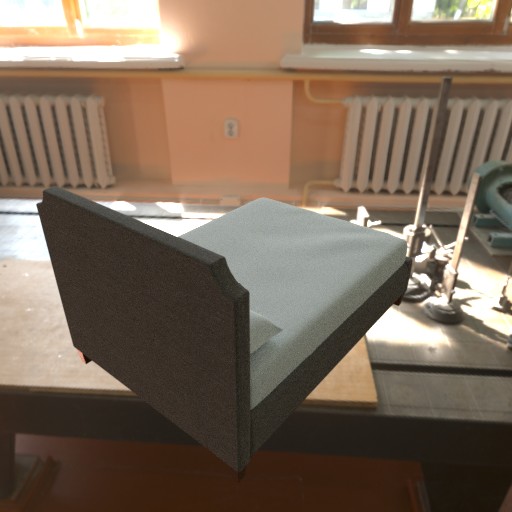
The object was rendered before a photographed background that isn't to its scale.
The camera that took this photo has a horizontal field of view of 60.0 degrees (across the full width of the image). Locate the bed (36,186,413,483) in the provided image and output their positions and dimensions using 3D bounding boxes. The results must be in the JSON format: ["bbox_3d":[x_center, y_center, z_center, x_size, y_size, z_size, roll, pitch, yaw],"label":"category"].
[{"bbox_3d":[0.000,0.000,3.465,1.713,1.457,2.381,22,36,33],"label":"bed"}]
